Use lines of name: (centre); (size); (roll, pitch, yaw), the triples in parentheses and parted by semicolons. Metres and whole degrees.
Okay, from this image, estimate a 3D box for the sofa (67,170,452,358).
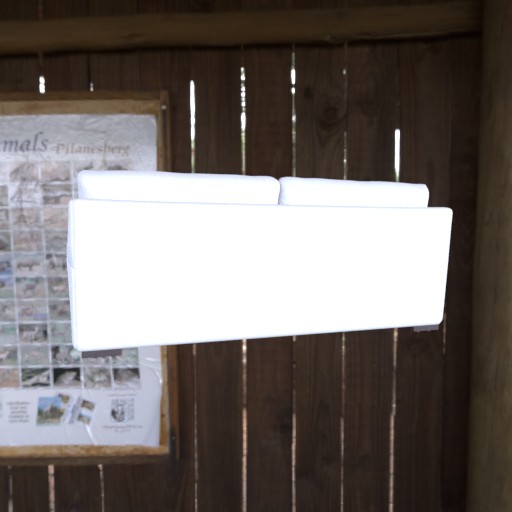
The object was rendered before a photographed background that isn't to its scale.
sofa: (0.000, 0.000, 2.910); (2.261, 0.940, 1.143); (-1, 3, -18)
